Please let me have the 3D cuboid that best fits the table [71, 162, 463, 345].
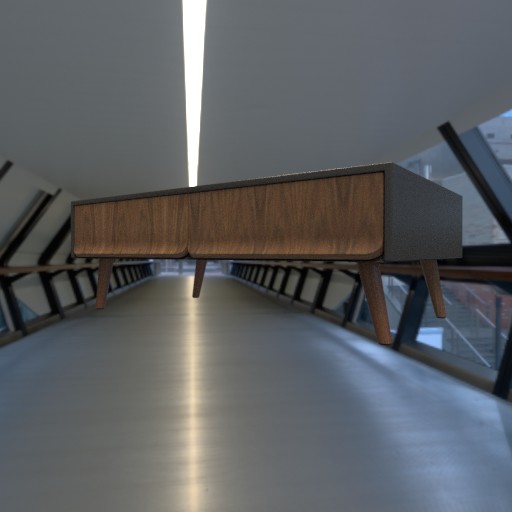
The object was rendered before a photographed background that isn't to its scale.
[{"bbox_3d":[0.000,0.000,1.557,1.201,0.404,0.703,0,1,36],"label":"table"}]
